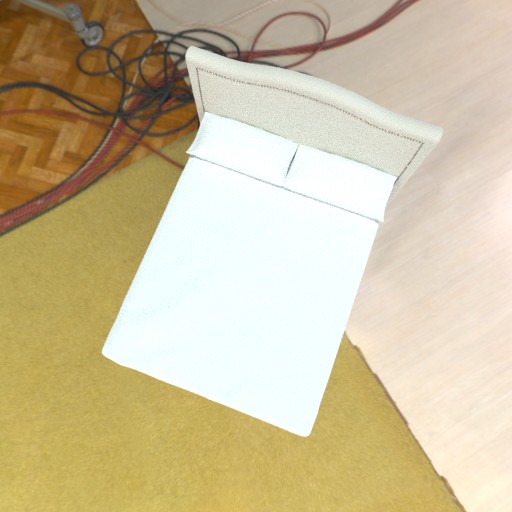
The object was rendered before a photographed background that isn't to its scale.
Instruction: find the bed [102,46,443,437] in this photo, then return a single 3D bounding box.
[{"bbox_3d":[0.000,0.000,3.248,1.753,1.460,2.143,20,77,5],"label":"bed"}]
